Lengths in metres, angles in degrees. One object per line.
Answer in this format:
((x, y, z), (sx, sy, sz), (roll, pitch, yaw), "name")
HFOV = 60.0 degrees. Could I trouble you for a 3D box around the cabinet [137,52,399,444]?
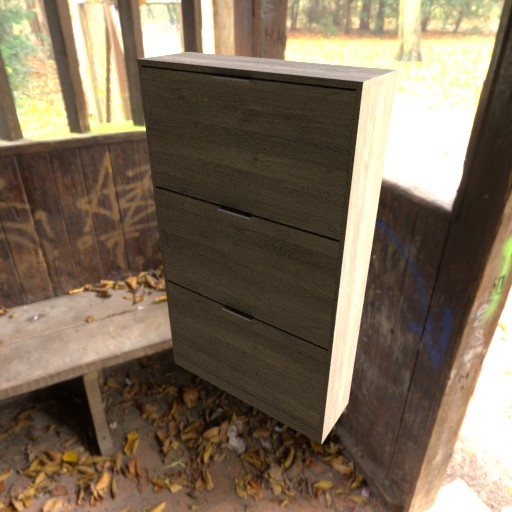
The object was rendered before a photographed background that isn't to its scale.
((0.000, 0.000, 1.598), (0.750, 1.280, 0.250), (19, 36, 29), "cabinet")
